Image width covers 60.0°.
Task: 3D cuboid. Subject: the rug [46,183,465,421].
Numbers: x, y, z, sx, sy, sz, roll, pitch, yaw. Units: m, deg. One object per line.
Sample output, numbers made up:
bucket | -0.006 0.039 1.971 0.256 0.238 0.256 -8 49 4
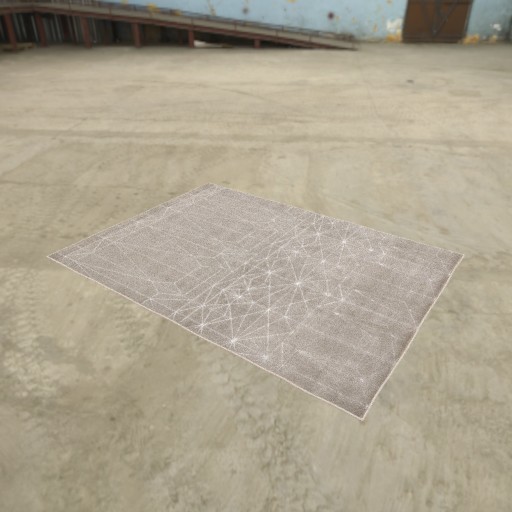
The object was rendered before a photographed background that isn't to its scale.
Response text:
rug | 0.000 0.000 4.383 3.357 0.019 2.449 20 36 30
